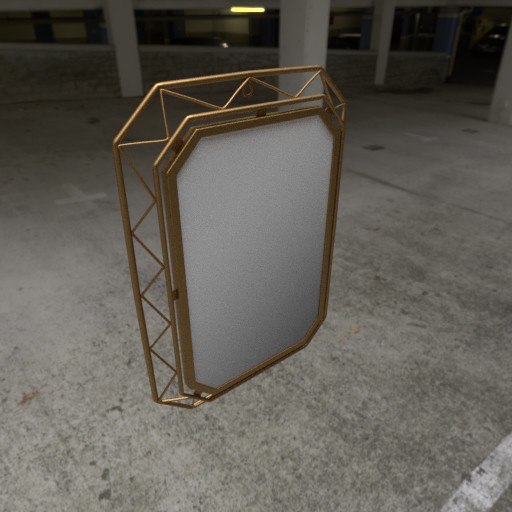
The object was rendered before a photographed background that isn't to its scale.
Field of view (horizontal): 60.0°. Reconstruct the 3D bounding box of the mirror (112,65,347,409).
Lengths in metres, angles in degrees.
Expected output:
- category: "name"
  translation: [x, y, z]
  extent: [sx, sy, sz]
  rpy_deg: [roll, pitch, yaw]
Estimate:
- category: "mirror"
  translation: [0.000, 0.000, 0.732]
  extent: [0.417, 0.566, 0.042]
  rpy_deg: [-21, 36, -32]
